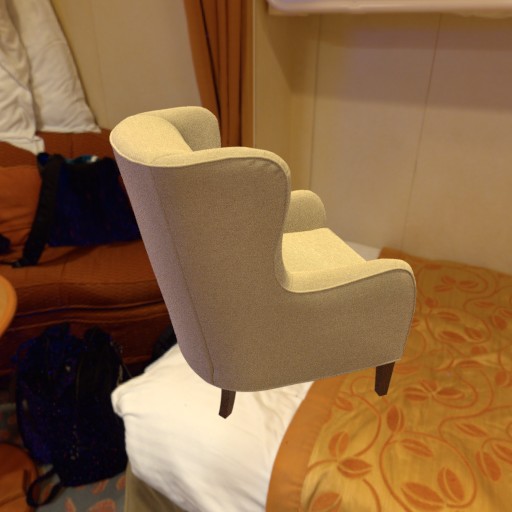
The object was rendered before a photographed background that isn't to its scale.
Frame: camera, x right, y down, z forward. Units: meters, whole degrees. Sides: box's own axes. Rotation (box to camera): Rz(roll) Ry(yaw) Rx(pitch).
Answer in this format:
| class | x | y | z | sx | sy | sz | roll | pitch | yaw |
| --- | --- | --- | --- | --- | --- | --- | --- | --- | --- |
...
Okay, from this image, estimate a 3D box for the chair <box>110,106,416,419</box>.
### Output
| class | x | y | z | sx | sy | sz | roll | pitch | yaw |
| --- | --- | --- | --- | --- | --- | --- | --- | --- | --- |
| chair | 0.000 | 0.000 | 1.747 | 0.966 | 1.040 | 0.838 | -9 | 28 | -16 |
